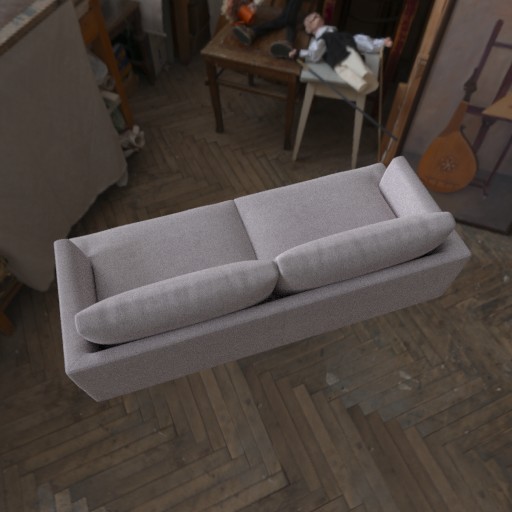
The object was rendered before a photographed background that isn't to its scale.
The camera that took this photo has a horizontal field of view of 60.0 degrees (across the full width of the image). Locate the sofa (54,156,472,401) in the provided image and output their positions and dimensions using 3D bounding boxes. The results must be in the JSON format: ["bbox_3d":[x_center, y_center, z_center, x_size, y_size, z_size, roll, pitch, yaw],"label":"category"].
[{"bbox_3d":[0.000,0.000,2.740,2.250,0.868,1.020,-15,58,-10],"label":"sofa"}]
